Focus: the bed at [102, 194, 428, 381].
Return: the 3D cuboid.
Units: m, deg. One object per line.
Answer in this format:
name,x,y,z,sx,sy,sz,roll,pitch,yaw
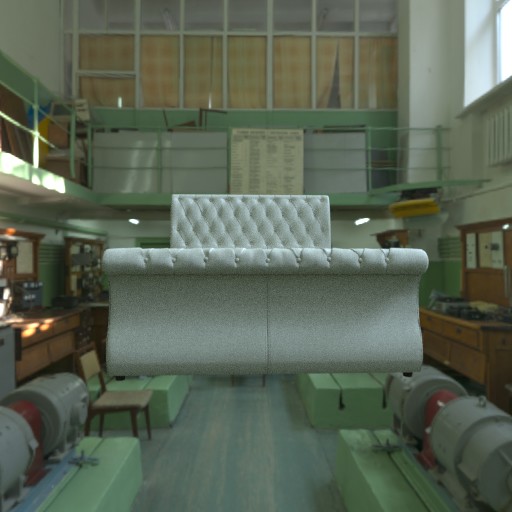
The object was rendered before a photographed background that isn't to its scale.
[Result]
bed,0.000,0.000,3.379,1.606,1.268,2.493,0,0,-3
